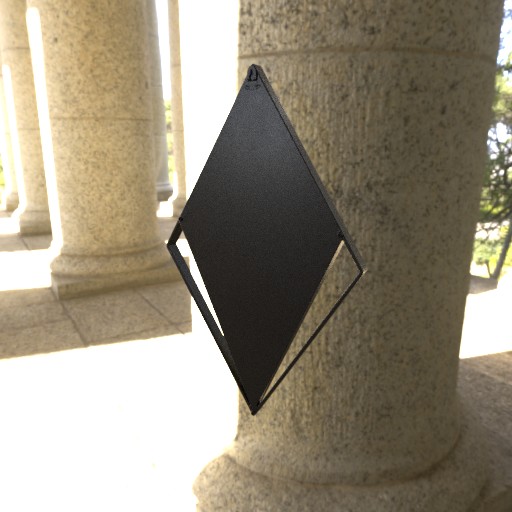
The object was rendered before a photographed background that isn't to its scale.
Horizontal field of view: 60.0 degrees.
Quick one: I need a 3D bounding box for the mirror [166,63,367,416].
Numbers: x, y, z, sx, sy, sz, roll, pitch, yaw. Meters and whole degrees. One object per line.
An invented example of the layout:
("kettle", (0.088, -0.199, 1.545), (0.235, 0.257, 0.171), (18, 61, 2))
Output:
("mirror", (0.000, 0.000, 0.845), (0.419, 0.679, 0.032), (8, 16, 28))
